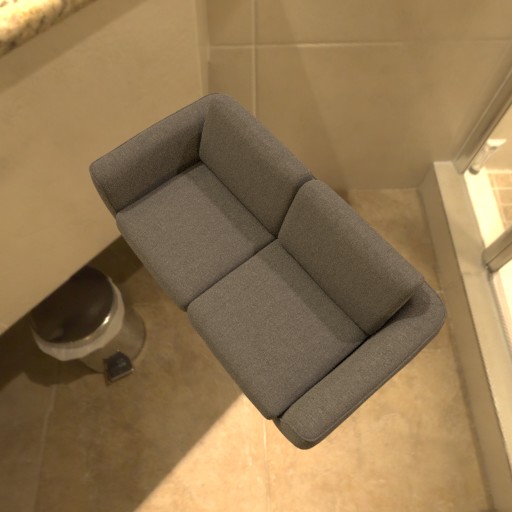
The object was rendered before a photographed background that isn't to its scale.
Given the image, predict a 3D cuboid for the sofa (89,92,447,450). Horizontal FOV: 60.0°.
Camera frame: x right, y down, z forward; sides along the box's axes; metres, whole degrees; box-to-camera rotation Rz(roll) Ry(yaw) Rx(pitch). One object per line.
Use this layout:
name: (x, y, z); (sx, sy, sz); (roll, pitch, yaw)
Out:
sofa: (0.000, 0.000, 2.229); (0.920, 0.870, 1.700); (-36, 69, -16)
